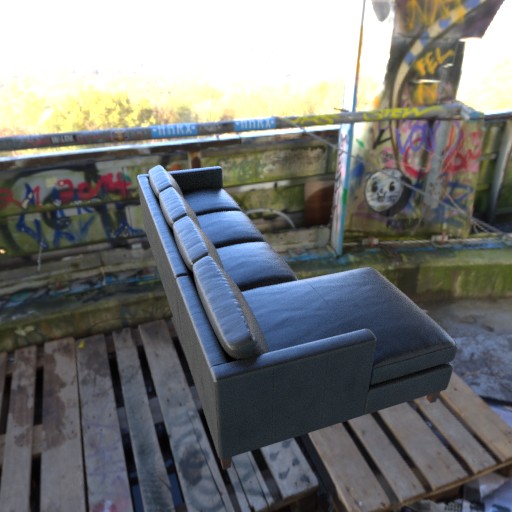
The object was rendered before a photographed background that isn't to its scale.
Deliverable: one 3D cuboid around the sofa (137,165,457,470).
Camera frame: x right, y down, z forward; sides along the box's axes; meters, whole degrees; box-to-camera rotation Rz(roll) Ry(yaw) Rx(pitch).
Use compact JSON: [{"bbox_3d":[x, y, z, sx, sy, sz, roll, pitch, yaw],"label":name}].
[{"bbox_3d":[0.000,0.000,3.843,1.581,0.883,3.203,-10,31,-17],"label":"sofa"}]
